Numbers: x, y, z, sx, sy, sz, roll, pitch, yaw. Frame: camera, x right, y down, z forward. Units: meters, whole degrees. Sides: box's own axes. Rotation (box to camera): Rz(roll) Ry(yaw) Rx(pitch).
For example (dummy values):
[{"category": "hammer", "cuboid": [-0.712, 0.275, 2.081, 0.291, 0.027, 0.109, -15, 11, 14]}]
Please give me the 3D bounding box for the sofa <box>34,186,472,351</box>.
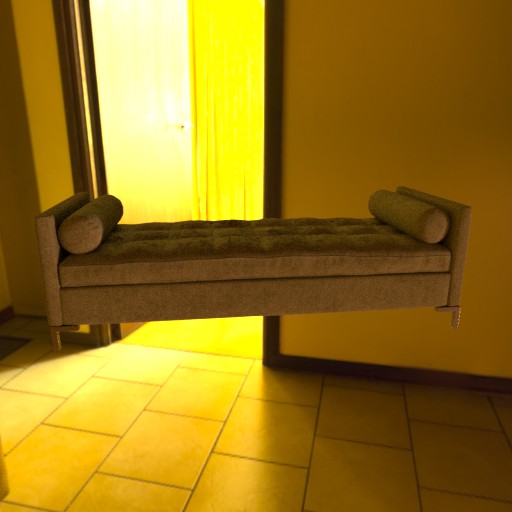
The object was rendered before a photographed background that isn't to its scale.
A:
[{"category": "sofa", "cuboid": [0.000, 0.000, 2.520, 2.102, 0.657, 0.797, -2, 17, -7]}]
